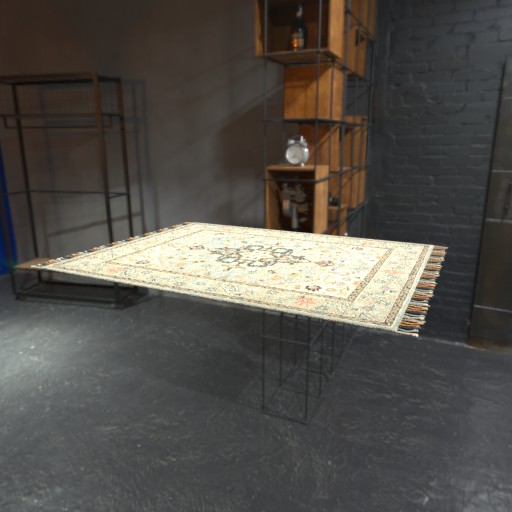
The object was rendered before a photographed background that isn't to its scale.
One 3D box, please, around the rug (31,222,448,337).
[{"bbox_3d":[0.000,0.000,2.252,1.730,0.009,1.278,7,16,25],"label":"rug"}]
